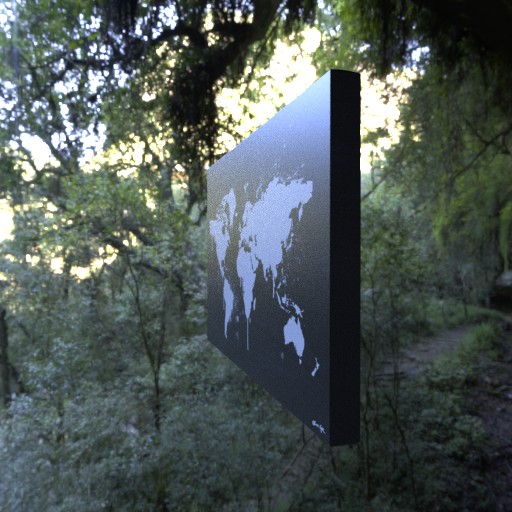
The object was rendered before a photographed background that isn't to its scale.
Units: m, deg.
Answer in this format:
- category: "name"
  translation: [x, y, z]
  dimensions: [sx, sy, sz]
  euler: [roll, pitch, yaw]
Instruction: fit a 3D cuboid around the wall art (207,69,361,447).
- category: "wall art"
  translation: [0.000, 0.000, 0.770]
  dimensions: [0.038, 0.409, 0.610]
  euler: [0, 1, -19]
